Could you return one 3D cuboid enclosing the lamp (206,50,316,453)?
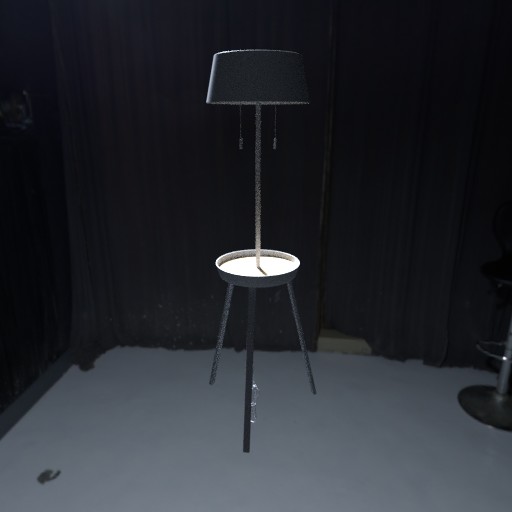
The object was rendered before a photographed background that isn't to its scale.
[{"bbox_3d":[0.000,0.000,1.688,0.508,1.429,0.468,3,18,8],"label":"lamp"}]
